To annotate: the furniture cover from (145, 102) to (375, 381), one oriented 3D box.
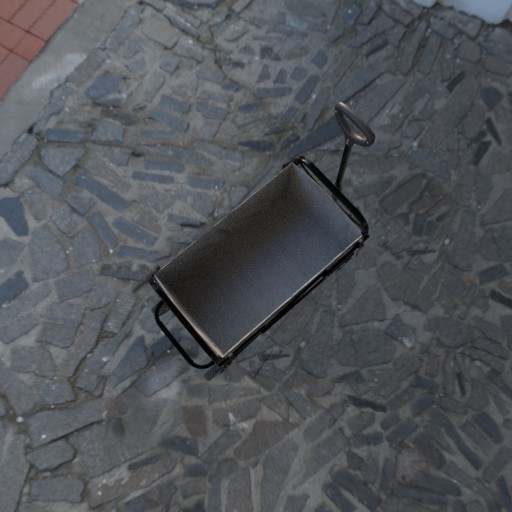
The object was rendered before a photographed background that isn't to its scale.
[{"bbox_3d":[0.000,0.000,1.809,1.038,1.295,0.532,-40,80,-9],"label":"furniture cover"}]
